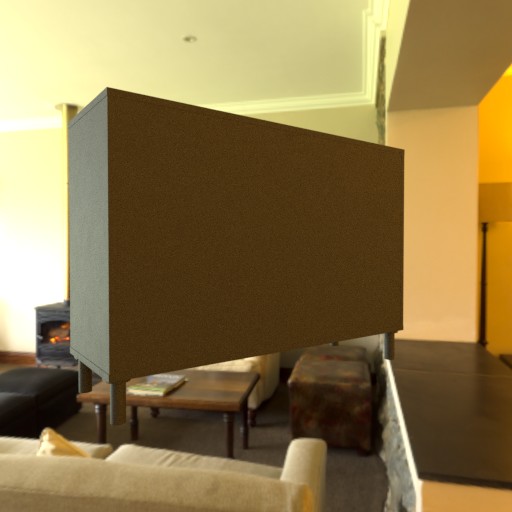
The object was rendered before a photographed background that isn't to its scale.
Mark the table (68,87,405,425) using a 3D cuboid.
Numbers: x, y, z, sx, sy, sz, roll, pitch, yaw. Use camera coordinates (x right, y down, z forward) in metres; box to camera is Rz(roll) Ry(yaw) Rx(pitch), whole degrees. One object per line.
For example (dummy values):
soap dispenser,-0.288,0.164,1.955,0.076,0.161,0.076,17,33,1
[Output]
table,0.000,0.000,1.615,1.200,0.855,0.400,-1,1,-36
